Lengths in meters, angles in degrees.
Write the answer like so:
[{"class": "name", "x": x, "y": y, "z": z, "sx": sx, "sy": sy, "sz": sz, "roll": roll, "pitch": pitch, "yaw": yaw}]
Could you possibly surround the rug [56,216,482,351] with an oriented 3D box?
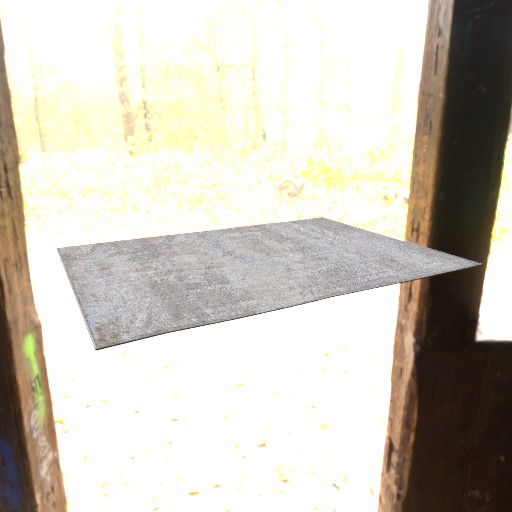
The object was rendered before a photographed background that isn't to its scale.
[{"class": "rug", "x": 0.000, "y": 0.000, "z": 4.217, "sx": 3.307, "sy": 0.013, "sz": 2.393, "roll": -9, "pitch": 19, "yaw": -27}]
